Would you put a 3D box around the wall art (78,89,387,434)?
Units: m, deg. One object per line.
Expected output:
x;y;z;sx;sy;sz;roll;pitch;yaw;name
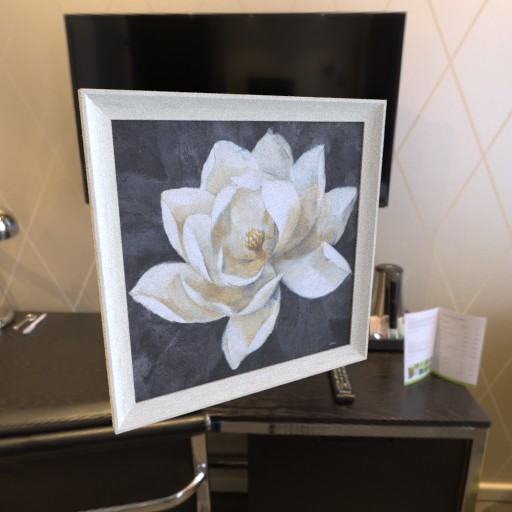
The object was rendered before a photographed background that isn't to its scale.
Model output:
0.000;0.000;1.493;1.016;1.016;0.045;-8;18;-27;wall art
